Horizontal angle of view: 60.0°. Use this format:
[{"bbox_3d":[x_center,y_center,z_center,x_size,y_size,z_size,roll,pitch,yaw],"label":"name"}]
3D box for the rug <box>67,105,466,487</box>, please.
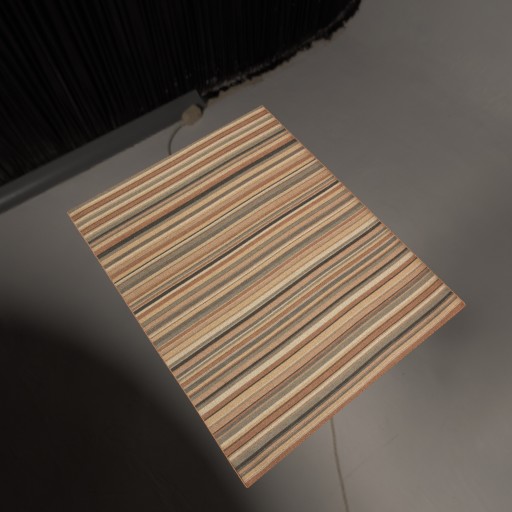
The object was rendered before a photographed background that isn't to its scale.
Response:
[{"bbox_3d":[0.000,0.000,4.192,2.436,0.011,3.045,-34,68,-16],"label":"rug"}]
